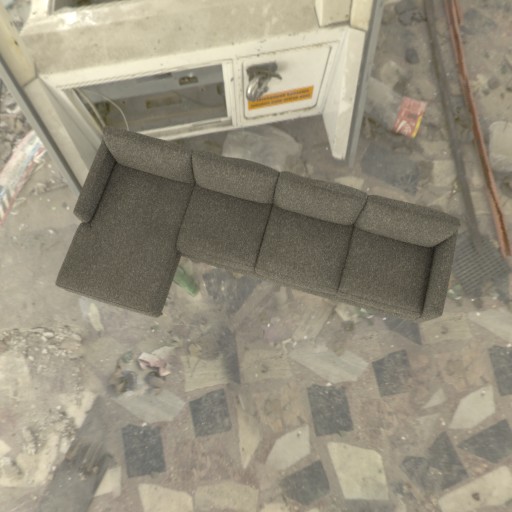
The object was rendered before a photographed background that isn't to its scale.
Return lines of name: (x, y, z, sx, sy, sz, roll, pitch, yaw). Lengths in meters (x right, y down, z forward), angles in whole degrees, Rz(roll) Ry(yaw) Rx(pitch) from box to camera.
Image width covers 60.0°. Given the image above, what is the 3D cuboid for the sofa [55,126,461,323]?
sofa: (0.000, 0.000, 3.520, 2.932, 0.810, 1.350, 15, 76, 4)
